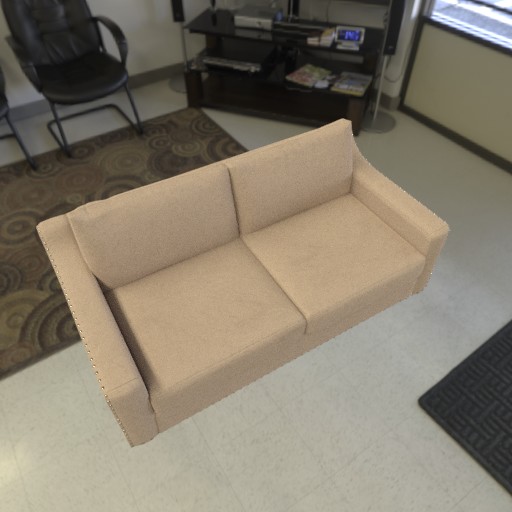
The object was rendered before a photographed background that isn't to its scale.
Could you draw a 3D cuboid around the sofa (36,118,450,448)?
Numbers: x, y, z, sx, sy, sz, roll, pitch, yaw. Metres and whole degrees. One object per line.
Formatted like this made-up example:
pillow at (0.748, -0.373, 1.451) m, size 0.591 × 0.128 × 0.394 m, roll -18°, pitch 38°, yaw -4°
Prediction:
sofa at (0.000, 0.000, 2.477) m, size 1.967 × 0.901 × 1.030 m, roll -24°, pitch 51°, yaw -21°
